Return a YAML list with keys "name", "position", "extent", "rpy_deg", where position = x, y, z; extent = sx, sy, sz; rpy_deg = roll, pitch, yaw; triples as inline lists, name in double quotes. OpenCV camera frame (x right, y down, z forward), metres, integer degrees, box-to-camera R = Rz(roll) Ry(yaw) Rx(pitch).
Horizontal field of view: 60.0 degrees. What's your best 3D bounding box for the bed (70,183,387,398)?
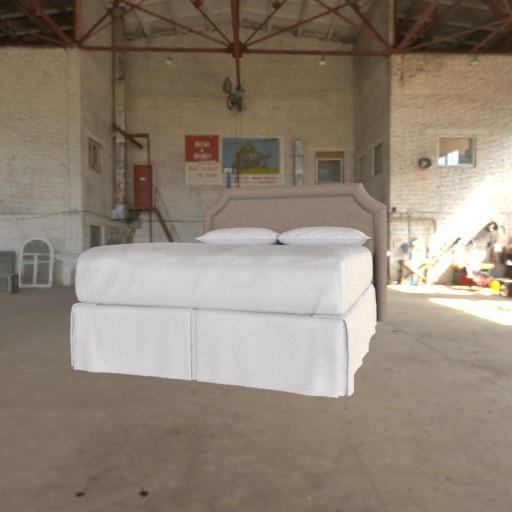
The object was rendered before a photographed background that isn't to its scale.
- name: "bed"
  position: [0.000, 0.000, 3.340]
  extent: [1.828, 1.303, 2.164]
  rpy_deg: [1, 2, 18]
